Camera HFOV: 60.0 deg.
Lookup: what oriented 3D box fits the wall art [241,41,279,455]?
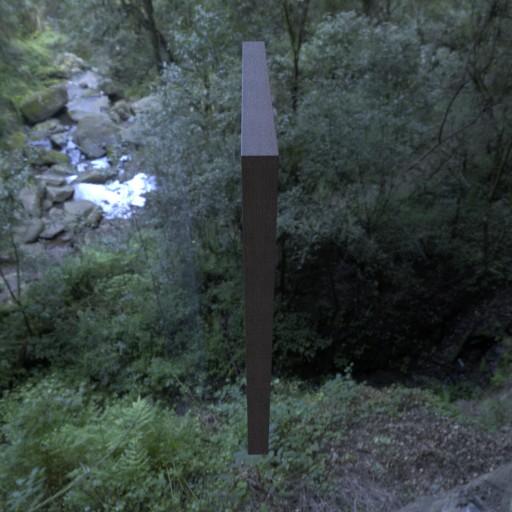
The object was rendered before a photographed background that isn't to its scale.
[{"bbox_3d":[0.000,0.000,0.664,0.031,0.509,0.356,-1,40,-1],"label":"wall art"}]
